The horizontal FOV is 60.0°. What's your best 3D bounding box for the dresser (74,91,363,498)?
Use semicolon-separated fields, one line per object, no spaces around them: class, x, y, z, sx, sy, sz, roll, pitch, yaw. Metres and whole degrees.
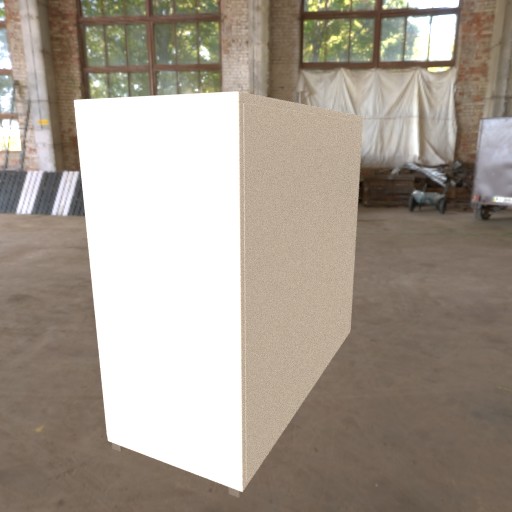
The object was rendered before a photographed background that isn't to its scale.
dresser;0.000;0.000;1.596;0.460;1.000;1.100;7;16;25
